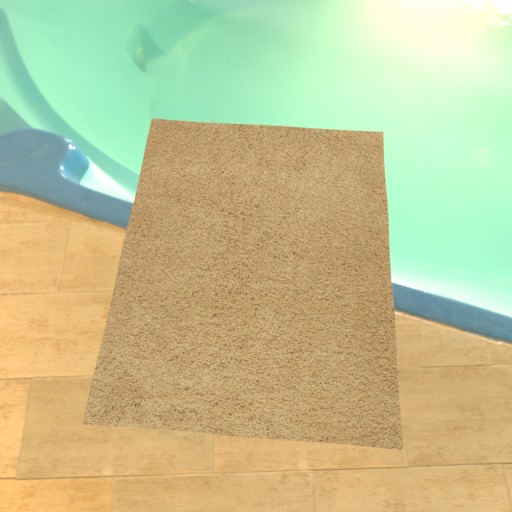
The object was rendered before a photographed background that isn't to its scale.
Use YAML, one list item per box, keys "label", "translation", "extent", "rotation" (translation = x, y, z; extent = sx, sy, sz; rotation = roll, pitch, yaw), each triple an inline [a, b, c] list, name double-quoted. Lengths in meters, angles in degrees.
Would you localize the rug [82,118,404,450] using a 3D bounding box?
- label: "rug"
  translation: [0.000, 0.000, 3.942]
  extent: [2.400, 0.025, 3.000]
  rotation: [4, 64, 2]
